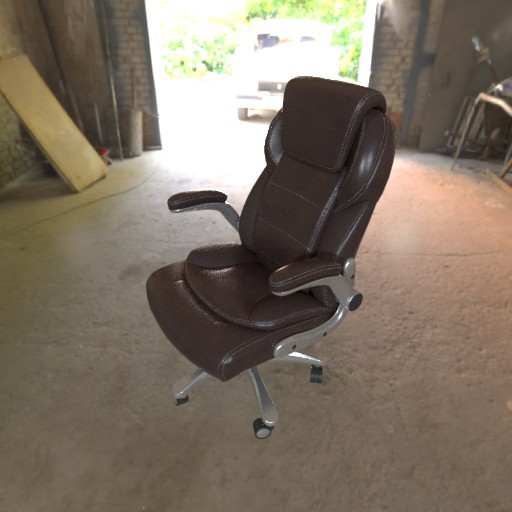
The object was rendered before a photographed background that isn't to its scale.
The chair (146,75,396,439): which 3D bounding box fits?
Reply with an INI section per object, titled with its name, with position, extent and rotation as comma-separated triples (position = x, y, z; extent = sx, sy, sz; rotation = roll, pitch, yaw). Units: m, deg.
[chair]
position = 0.000, 0.000, 1.626
extent = 0.774, 1.160, 0.733
rotation = -20, 36, -30
